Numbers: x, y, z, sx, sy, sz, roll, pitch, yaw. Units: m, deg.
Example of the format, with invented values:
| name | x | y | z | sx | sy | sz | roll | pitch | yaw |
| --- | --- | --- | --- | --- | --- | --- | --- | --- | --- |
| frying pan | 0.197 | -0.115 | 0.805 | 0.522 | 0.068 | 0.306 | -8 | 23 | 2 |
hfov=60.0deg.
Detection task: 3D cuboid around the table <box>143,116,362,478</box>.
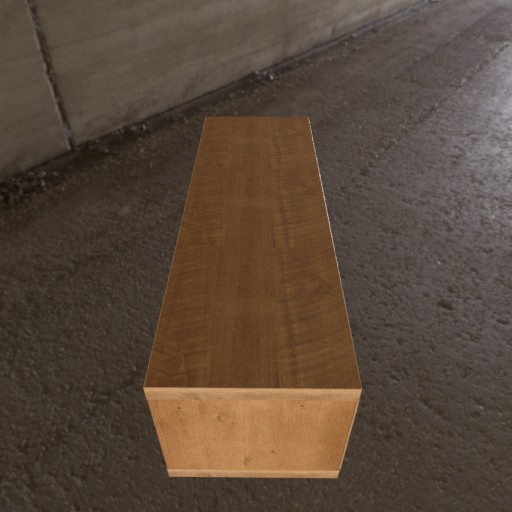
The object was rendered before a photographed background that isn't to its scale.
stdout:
| name | x | y | z | sx | sy | sz | roll | pitch | yaw |
| --- | --- | --- | --- | --- | --- | --- | --- | --- | --- |
| table | 0.000 | 0.000 | 1.733 | 0.499 | 0.491 | 1.499 | 0 | 41 | 0 |
